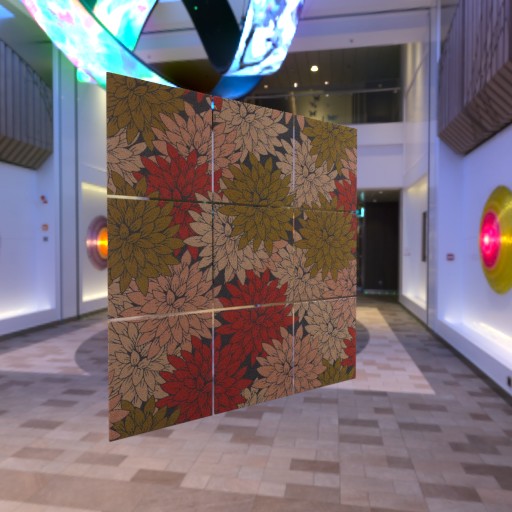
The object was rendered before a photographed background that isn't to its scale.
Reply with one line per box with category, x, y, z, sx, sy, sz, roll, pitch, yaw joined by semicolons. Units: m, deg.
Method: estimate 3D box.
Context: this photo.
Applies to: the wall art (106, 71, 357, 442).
wall art;0.000;0.000;2.284;1.519;1.534;0.013;-1;2;-36
